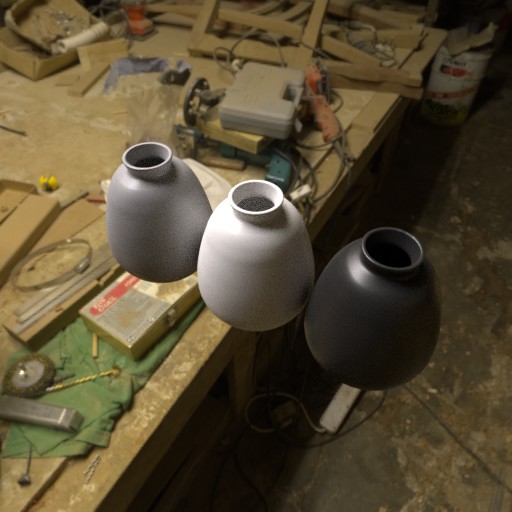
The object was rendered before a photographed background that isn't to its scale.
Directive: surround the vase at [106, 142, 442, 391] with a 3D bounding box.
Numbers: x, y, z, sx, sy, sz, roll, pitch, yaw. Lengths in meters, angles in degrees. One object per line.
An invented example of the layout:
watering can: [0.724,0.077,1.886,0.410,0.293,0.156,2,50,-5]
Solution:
vase: [0.000,0.000,0.357,0.297,0.122,0.097,23,50,21]
